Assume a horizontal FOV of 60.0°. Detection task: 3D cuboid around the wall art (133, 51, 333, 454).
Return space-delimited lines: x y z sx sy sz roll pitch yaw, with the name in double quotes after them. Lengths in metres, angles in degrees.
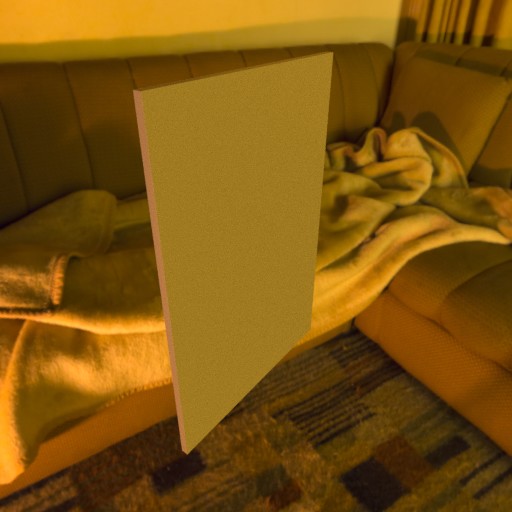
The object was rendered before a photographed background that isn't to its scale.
0.000 0.000 0.598 0.010 0.474 0.325 21 37 31 "wall art"
